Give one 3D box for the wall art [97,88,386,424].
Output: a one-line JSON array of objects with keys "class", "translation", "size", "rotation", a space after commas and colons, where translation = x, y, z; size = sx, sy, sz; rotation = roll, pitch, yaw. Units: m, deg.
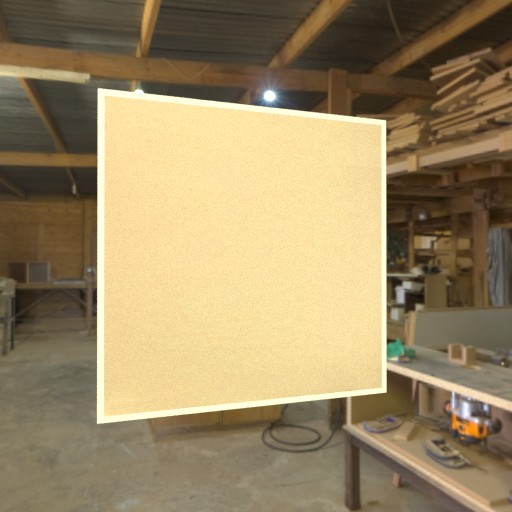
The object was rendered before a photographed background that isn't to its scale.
[{"class": "wall art", "translation": [0.000, 0.000, 0.828], "size": [0.557, 0.557, 0.012], "rotation": [0, 0, -18]}]
